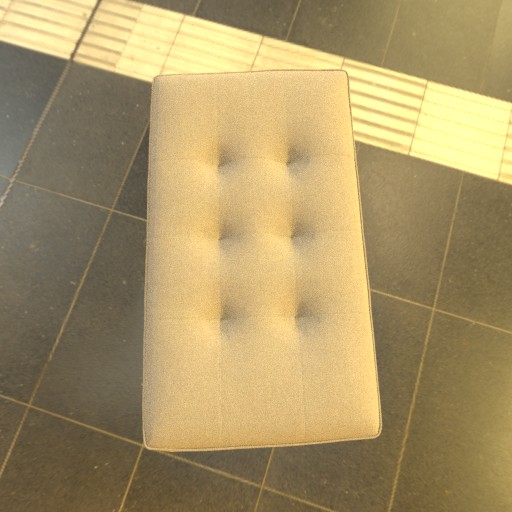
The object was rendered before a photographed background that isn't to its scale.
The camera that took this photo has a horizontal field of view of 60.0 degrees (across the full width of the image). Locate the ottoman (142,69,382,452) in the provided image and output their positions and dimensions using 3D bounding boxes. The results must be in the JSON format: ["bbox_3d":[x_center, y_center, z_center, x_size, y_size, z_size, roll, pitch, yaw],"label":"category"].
[{"bbox_3d":[0.000,0.000,1.481,0.648,0.508,1.143,-2,76,0],"label":"ottoman"}]
